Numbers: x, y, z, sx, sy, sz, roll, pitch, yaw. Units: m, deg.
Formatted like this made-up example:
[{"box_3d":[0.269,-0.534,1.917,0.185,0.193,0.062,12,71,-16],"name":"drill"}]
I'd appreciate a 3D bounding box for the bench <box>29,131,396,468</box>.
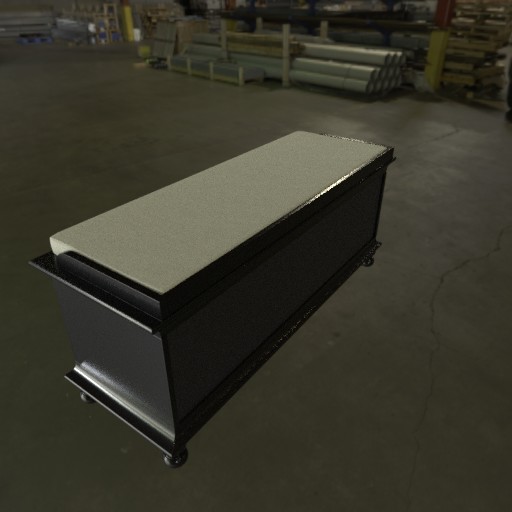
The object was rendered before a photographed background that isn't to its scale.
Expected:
[{"box_3d":[0.000,0.000,1.407,0.402,0.501,1.185,21,37,30],"name":"bench"}]
